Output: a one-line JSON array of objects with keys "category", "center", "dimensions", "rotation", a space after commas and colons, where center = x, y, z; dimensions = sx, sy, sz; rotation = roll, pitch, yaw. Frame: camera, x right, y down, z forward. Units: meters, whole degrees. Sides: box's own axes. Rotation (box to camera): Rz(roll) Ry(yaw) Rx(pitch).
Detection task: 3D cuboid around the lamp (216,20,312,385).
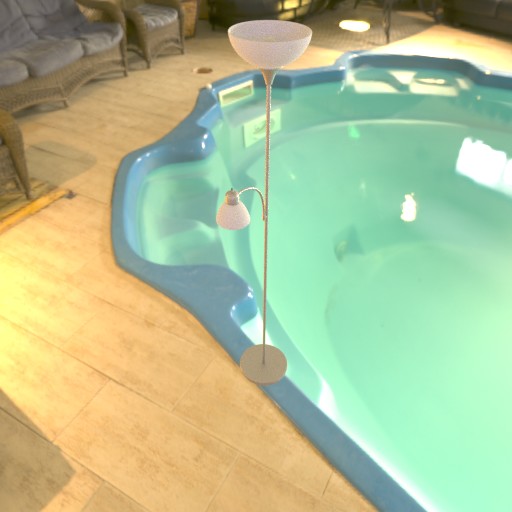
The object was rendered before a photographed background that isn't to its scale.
[{"category": "lamp", "center": [0.000, 0.000, 1.965], "dimensions": [0.279, 1.804, 0.425], "rotation": [25, 47, 26]}]
